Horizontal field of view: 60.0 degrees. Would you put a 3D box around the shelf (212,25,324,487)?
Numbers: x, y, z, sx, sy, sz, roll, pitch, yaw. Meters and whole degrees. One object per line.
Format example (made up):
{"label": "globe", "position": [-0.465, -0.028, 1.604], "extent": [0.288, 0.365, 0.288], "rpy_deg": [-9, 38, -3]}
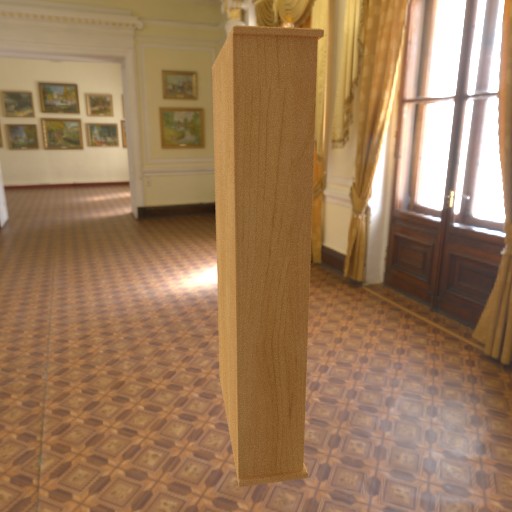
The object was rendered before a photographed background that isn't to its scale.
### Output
{"label": "shelf", "position": [0.000, 0.000, 1.211], "extent": [0.175, 1.030, 0.520], "rpy_deg": [-3, 16, -9]}
